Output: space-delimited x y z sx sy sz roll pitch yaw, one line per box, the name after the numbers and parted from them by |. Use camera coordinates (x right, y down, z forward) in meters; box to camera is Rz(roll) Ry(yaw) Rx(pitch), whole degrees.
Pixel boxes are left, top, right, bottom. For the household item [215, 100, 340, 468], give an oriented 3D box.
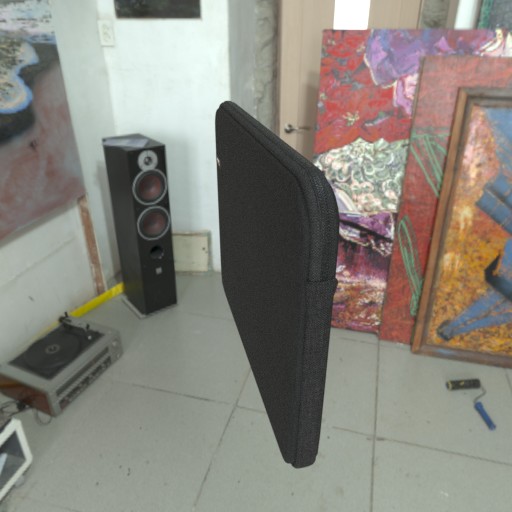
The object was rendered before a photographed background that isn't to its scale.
0.000 0.000 0.521 0.030 0.305 0.396 -7 29 -12 | household item
